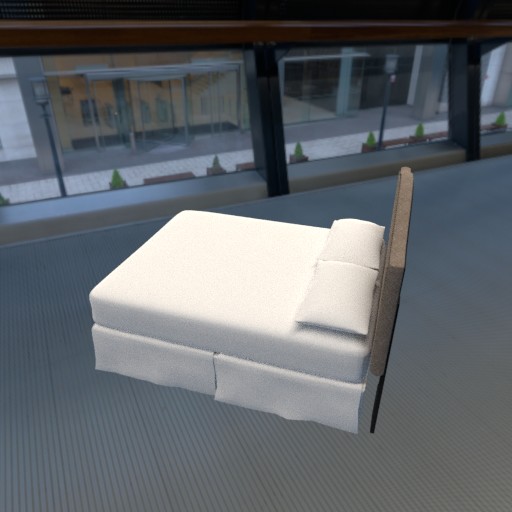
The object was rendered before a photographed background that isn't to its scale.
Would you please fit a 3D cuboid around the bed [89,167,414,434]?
[{"bbox_3d":[0.000,0.000,3.498,2.153,1.518,1.713,9,31,16],"label":"bed"}]
